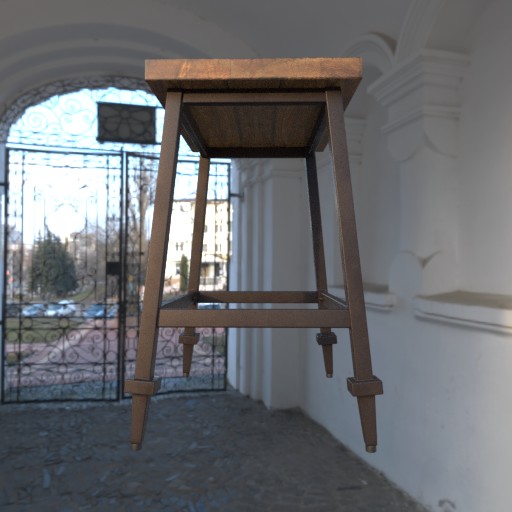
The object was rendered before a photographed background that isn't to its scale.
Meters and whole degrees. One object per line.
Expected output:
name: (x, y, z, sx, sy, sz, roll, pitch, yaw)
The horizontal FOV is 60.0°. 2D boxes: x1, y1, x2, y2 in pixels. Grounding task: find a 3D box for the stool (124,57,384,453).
stool: (0.000, 0.000, 0.935, 0.405, 0.625, 0.486, 0, -1, 1)
